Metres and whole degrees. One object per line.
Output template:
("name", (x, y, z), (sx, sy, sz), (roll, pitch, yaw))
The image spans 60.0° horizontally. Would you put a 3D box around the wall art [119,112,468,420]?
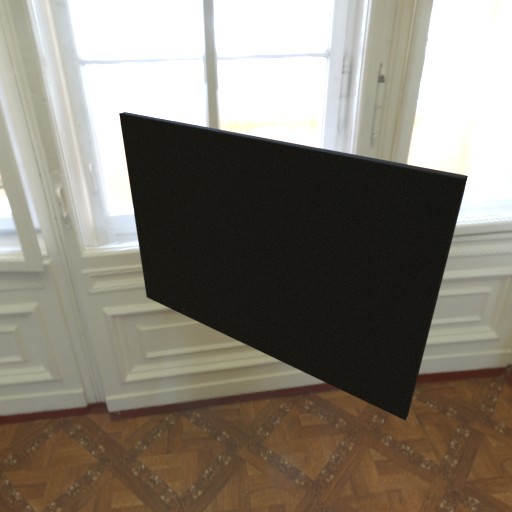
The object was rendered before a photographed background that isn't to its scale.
("wall art", (0.000, 0.000, 1.234), (0.964, 0.659, 0.049), (20, 36, 31))
